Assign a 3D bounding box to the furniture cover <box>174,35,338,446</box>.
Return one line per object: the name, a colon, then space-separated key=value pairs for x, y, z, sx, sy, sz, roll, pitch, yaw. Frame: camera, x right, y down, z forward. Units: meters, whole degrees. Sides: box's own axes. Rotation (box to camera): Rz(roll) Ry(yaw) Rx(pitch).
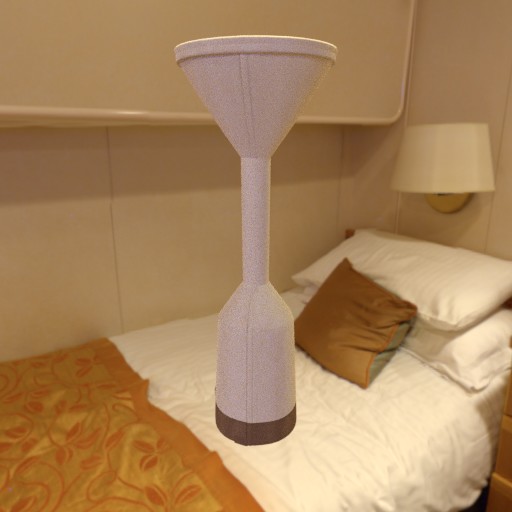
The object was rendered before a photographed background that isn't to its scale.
furniture cover: x=0.000 y=0.000 z=2.840 sx=0.914 sy=2.413 sz=0.914 roll=2 pitch=16 yaw=8
